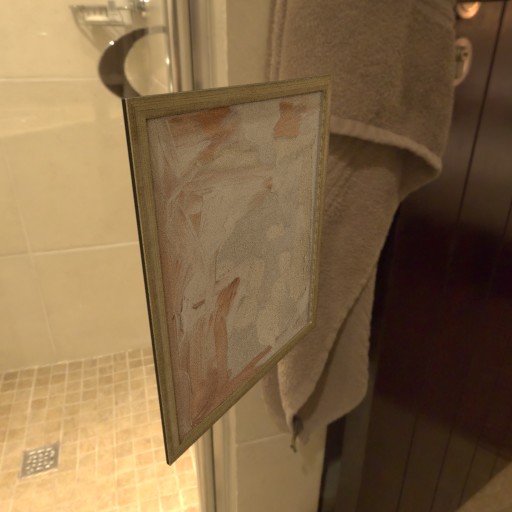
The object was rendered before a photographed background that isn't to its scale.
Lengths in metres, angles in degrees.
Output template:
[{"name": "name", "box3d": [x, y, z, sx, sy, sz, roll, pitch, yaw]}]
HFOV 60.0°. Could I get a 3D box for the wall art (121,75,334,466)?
[{"name": "wall art", "box3d": [0.000, 0.000, 0.769, 0.009, 0.559, 0.483, 17, 31, 32]}]
